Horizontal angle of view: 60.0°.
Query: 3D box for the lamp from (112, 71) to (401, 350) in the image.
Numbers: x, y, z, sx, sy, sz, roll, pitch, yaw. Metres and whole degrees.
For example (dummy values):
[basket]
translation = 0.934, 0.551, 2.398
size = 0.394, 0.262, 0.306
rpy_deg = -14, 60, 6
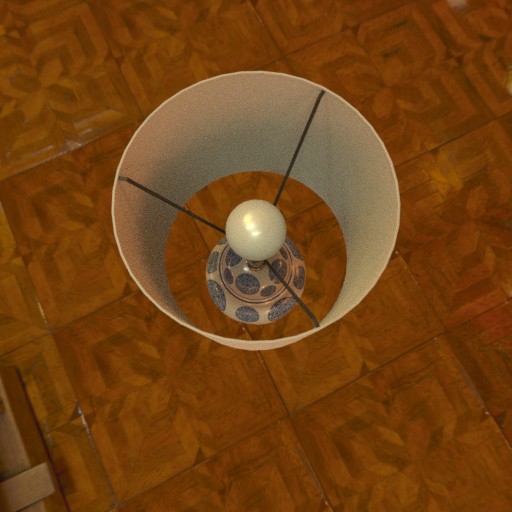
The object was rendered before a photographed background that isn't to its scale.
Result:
[lamp]
translation = 0.000, 0.000, 0.515
size = 0.215, 0.381, 0.215
rpy_deg = -24, 78, -5
